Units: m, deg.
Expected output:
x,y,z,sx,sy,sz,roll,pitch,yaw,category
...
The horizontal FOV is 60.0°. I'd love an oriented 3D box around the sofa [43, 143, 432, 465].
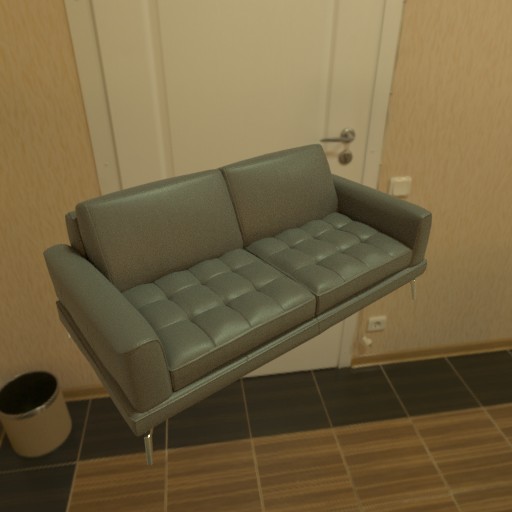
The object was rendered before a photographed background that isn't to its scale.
x,y,z,sx,sy,sz,roll,pitch,yaw,category
0.000,0.000,2.700,2.177,0.930,1.121,-22,37,-32,sofa
